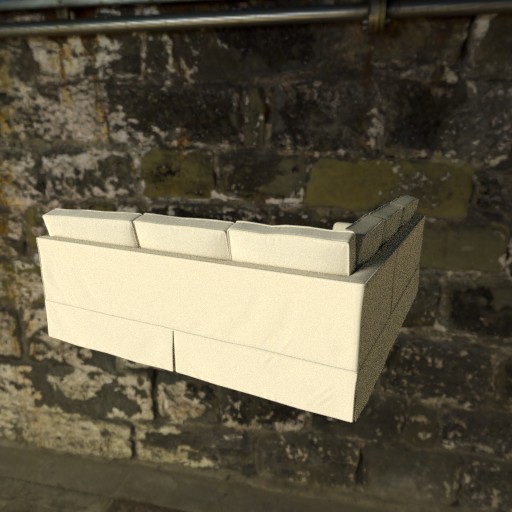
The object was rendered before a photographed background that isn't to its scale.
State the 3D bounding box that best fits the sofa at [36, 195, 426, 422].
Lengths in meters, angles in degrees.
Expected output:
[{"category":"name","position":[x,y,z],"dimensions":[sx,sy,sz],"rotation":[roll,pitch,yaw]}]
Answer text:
[{"category":"sofa","position":[0.000,0.000,4.055],"dimensions":[2.597,1.070,2.591],"rotation":[7,17,26]}]
